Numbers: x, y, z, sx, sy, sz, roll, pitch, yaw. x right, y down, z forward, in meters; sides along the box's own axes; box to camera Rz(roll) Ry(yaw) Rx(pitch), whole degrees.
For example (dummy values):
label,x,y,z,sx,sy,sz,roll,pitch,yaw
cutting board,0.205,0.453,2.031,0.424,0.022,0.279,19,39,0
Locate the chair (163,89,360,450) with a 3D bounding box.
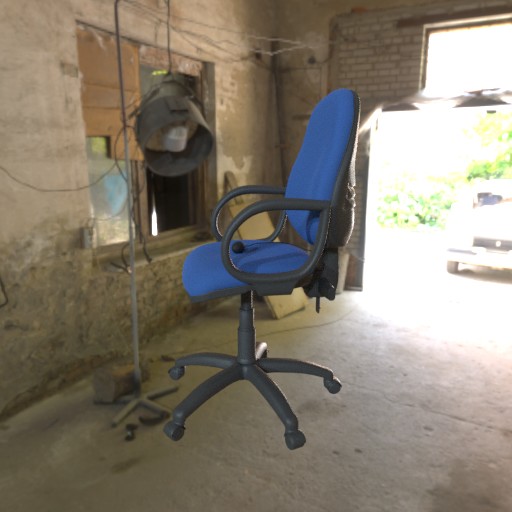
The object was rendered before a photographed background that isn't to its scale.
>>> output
label,x,y,z,sx,sy,sz,roll,pitch,yaw
chair,0.000,0.000,1.273,0.549,0.905,0.552,-2,13,-9
